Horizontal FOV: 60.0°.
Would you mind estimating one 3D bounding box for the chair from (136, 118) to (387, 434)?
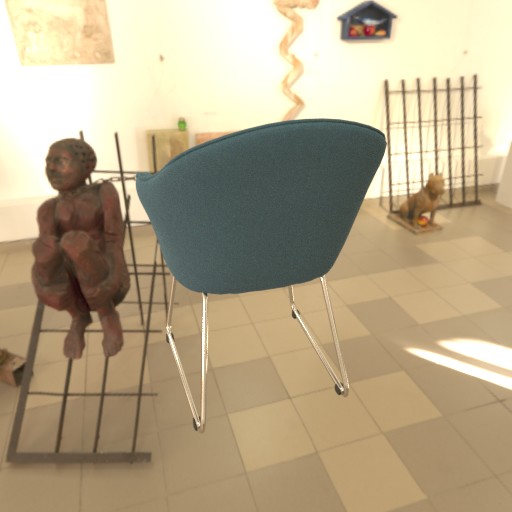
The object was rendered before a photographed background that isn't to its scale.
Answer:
[{"bbox_3d":[0.000,0.000,1.190,0.570,0.815,0.585,-8,29,-16],"label":"chair"}]
